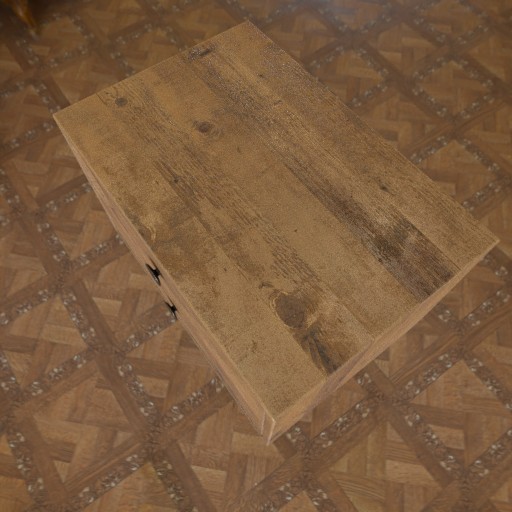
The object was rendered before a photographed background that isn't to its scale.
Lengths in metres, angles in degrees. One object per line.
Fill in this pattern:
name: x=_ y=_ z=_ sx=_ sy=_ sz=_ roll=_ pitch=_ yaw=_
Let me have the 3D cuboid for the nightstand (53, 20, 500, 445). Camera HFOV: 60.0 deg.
nightstand: x=0.000 y=0.000 z=1.000 sx=0.450 sy=0.599 sz=0.650 roll=-34 pitch=68 yaw=-16
